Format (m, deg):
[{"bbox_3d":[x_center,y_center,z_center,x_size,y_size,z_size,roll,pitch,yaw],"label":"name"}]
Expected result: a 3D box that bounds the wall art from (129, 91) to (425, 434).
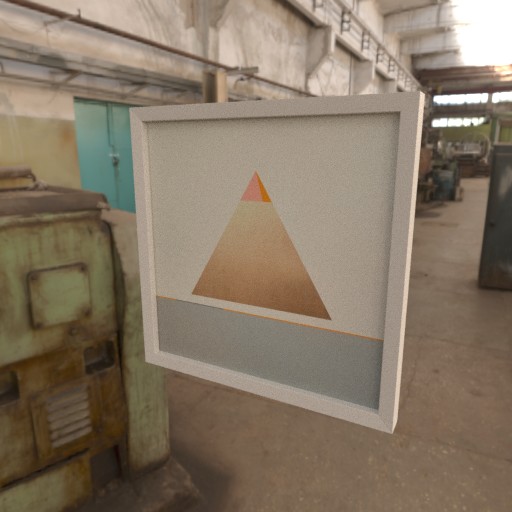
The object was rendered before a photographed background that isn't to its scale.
[{"bbox_3d":[0.000,0.000,1.957,1.289,1.291,0.098,7,15,28],"label":"wall art"}]
